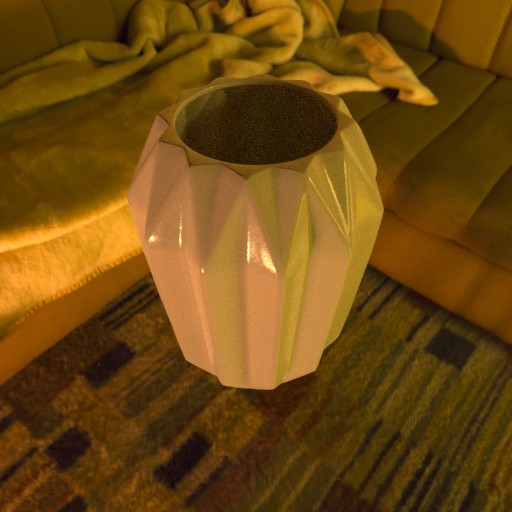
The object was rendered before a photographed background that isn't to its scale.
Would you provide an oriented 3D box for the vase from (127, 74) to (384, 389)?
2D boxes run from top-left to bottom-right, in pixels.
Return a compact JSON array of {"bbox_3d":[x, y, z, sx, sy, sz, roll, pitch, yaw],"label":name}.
[{"bbox_3d":[0.000,0.000,0.399,0.195,0.275,0.195,0,47,0],"label":"vase"}]
